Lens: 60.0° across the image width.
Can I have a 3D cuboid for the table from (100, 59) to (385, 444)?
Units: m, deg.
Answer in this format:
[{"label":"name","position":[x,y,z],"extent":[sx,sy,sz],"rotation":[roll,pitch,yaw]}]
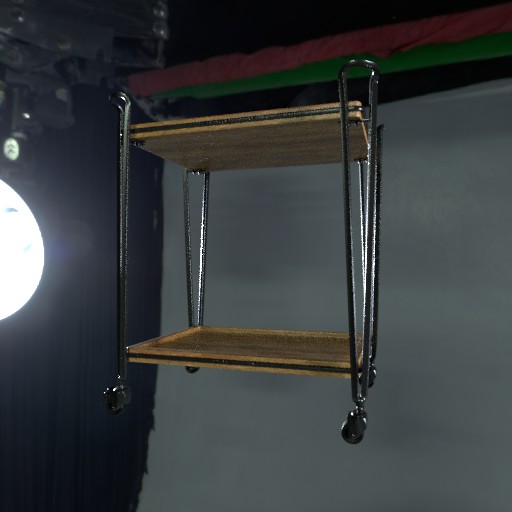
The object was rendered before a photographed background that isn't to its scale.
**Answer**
[{"label":"table","position":[0.000,0.000,1.216],"extent":[0.672,0.785,0.505],"rotation":[0,-1,18]}]
